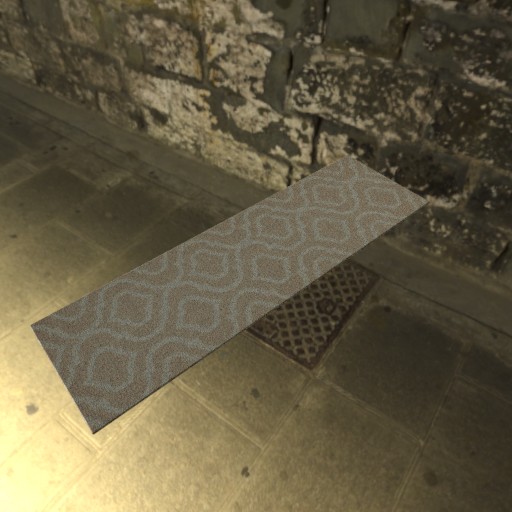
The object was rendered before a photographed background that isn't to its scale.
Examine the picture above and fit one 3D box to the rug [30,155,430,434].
[{"bbox_3d":[0.000,0.000,2.475,2.289,0.013,0.691,-31,54,-26],"label":"rug"}]
